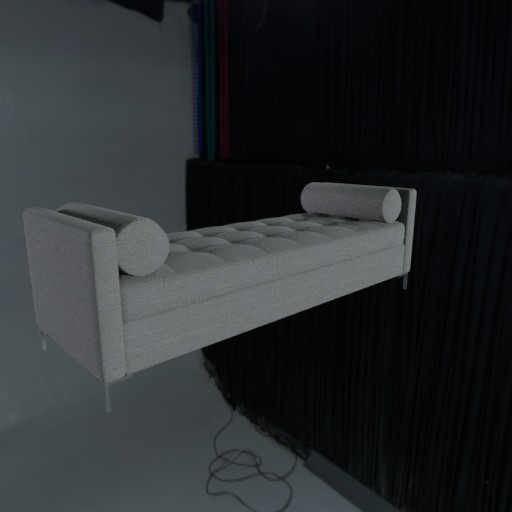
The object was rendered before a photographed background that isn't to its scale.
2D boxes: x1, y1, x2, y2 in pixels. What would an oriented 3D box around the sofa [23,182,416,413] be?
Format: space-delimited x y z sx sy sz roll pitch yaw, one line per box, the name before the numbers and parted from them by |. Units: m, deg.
sofa | 0.000 0.000 2.288 1.981 0.635 0.686 -13 19 -41
